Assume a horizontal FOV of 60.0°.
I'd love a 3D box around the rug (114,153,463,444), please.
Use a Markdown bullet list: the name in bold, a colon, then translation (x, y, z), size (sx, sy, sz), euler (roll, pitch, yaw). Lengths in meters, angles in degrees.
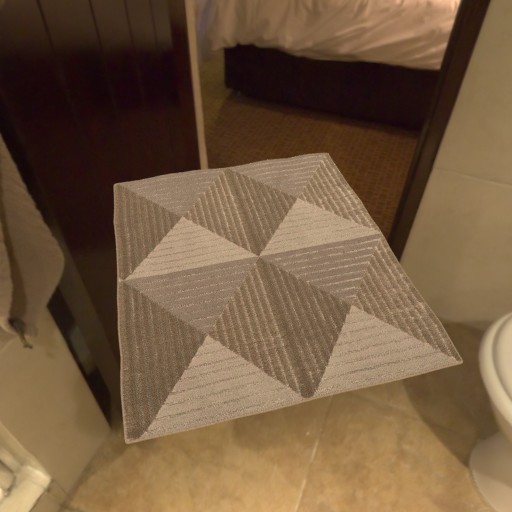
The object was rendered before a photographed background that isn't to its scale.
- **rug**: translation (0.000, 0.000, 0.894), size (0.551, 0.008, 0.642), euler (-10, 47, -10)
